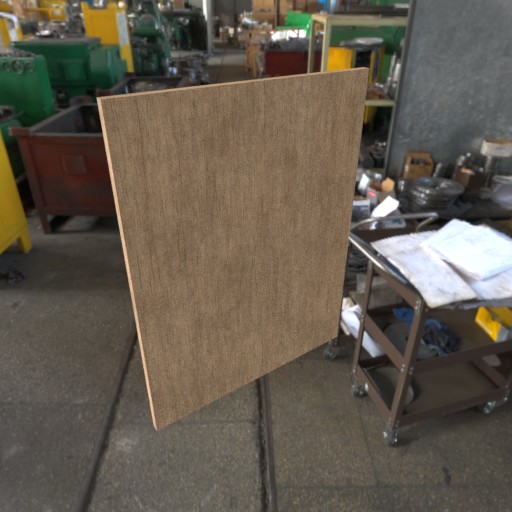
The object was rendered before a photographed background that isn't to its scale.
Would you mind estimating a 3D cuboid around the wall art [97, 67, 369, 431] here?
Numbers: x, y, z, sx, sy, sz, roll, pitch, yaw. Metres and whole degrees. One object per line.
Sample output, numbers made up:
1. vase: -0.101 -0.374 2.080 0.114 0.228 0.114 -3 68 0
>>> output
1. wall art: 0.000 0.000 0.920 0.534 0.686 0.018 -20 36 -30
